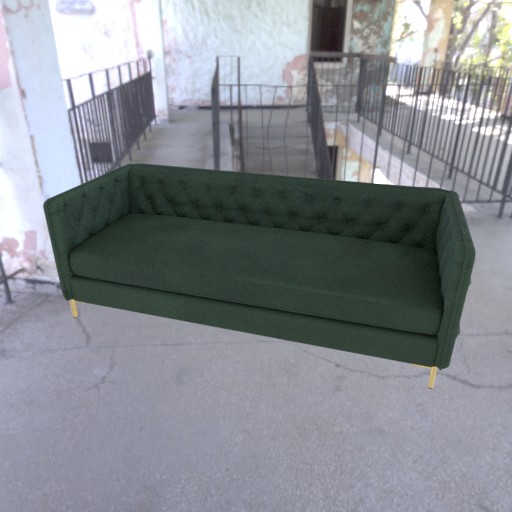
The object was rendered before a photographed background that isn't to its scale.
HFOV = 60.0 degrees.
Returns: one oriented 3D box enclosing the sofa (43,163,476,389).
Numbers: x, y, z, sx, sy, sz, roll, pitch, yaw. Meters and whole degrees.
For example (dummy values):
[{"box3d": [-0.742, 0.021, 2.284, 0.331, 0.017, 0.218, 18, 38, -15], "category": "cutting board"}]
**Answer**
[{"box3d": [0.000, 0.000, 2.630, 2.209, 0.771, 0.895, 8, 27, 16], "category": "sofa"}]
